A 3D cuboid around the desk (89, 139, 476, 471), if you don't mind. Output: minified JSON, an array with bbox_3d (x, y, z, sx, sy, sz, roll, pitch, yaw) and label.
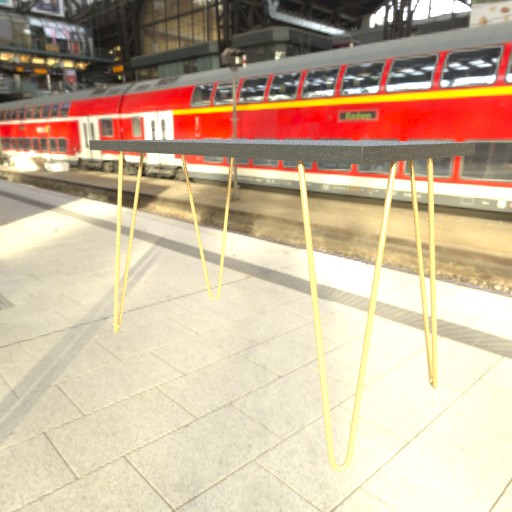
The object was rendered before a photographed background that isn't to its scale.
[{"bbox_3d":[0.000,0.000,1.316,0.499,0.660,0.991,-15,21,-43],"label":"desk"}]
